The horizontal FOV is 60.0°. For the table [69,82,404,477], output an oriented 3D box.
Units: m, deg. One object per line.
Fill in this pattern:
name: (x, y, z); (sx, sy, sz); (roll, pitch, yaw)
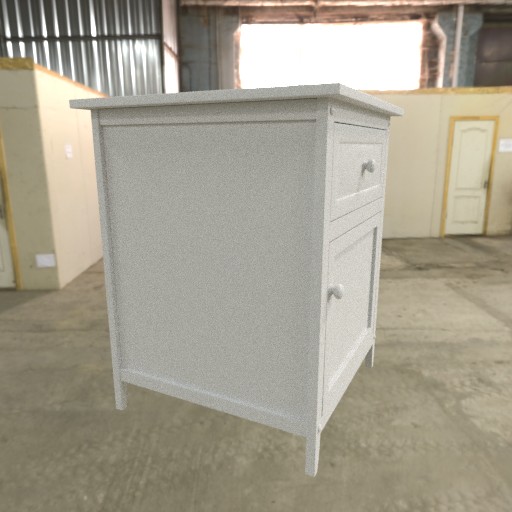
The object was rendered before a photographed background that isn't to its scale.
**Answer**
table: (0.000, 0.000, 0.745); (0.381, 0.483, 0.381); (7, 16, 26)
